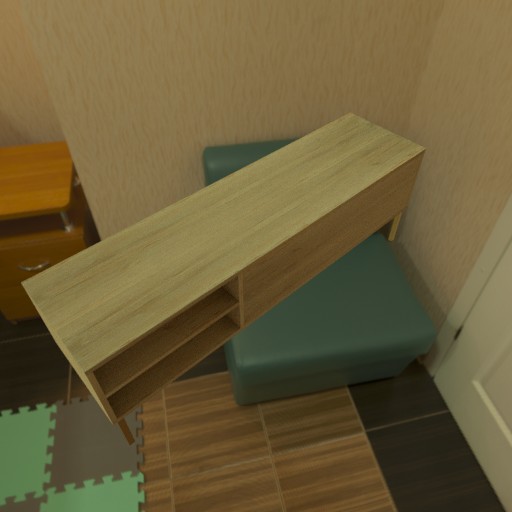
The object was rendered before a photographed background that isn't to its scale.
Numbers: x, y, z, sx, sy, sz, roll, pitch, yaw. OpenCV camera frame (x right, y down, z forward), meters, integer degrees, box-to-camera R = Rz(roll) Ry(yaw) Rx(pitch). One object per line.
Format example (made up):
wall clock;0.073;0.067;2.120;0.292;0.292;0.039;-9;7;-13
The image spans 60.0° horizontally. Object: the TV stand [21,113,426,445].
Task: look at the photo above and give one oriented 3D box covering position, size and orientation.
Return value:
TV stand;0.000;0.000;1.847;1.600;0.550;0.420;-33;54;-28
